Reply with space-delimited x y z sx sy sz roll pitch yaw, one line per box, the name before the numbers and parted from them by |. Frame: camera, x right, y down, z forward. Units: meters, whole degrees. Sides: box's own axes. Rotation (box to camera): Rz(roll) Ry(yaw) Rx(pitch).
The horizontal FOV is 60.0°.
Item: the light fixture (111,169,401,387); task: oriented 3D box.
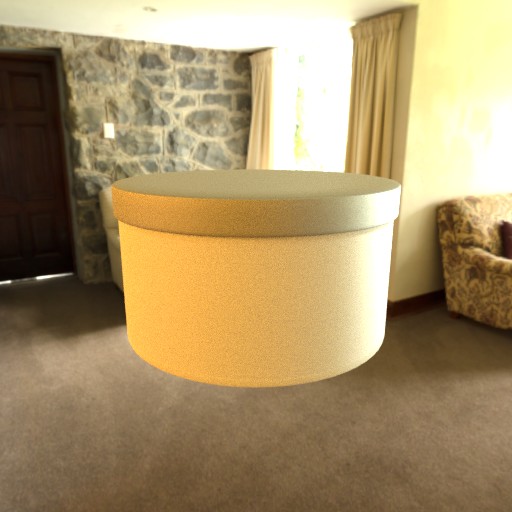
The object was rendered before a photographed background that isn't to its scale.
light fixture | 0.000 0.000 0.659 0.393 0.229 0.393 0 15 0
